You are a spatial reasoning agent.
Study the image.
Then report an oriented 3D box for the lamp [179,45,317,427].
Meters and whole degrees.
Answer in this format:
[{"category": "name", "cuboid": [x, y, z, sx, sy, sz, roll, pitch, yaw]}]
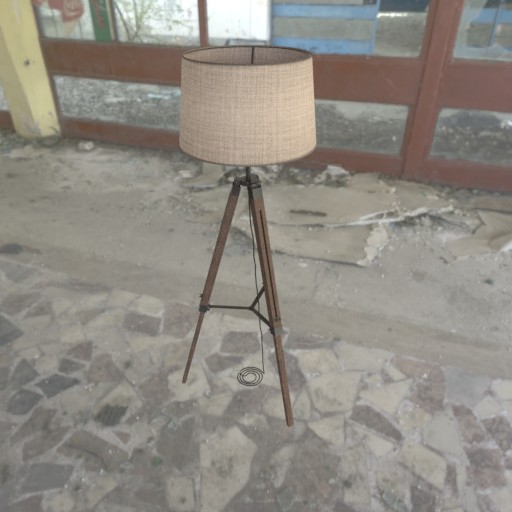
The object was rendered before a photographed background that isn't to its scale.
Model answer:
[{"category": "lamp", "cuboid": [0.000, 0.000, 1.811, 0.604, 1.510, 0.587, -20, 38, -29]}]
